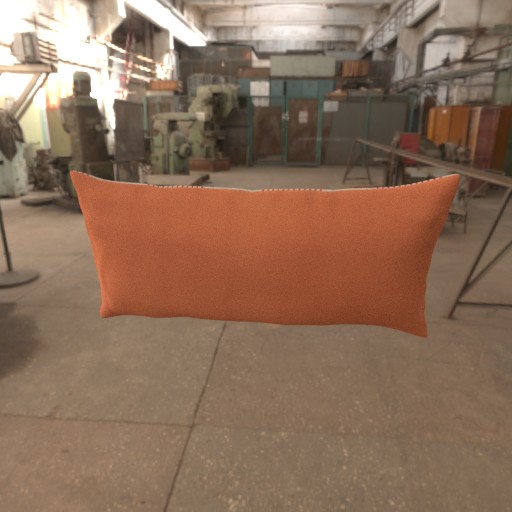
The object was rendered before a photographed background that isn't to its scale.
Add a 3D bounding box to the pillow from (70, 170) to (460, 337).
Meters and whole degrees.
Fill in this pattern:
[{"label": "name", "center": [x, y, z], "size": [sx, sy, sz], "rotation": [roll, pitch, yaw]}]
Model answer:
[{"label": "pillow", "center": [0.000, 0.000, 0.754], "size": [0.608, 0.292, 0.156], "rotation": [2, 17, 7]}]
